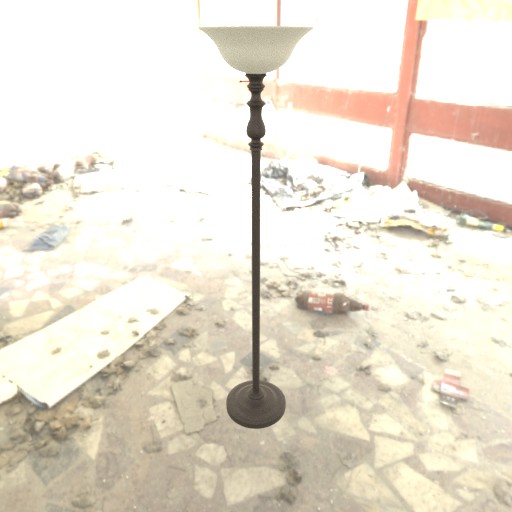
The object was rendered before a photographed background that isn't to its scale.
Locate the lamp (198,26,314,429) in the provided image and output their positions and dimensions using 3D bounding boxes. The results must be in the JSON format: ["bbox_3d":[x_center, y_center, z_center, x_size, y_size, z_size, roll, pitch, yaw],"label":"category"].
[{"bbox_3d":[0.000,0.000,1.956,0.405,1.797,0.405,-9,28,-17],"label":"lamp"}]
